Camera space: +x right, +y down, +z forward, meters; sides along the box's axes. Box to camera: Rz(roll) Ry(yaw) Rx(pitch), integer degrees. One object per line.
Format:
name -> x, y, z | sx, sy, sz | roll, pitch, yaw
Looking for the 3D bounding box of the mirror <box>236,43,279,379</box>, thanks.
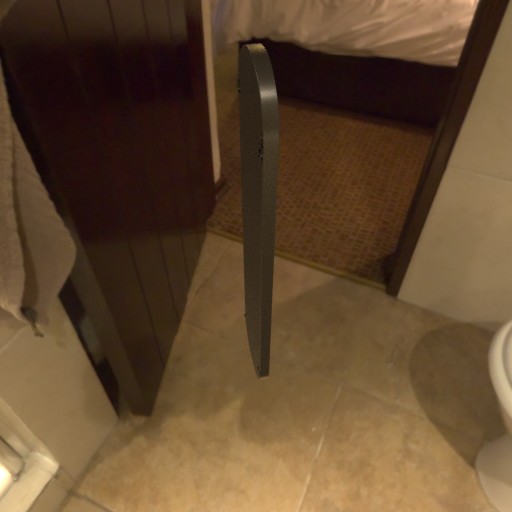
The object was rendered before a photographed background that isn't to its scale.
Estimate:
mirror -> 0.000, 0.000, 1.090 | 0.032, 0.991, 0.222 | -9, 47, -8
